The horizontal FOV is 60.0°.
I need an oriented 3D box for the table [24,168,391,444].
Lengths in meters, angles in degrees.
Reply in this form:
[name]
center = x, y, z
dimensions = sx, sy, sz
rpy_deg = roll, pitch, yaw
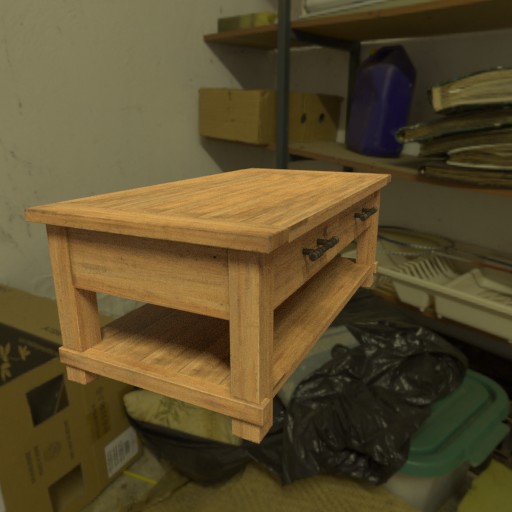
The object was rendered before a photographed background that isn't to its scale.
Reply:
[table]
center = 0.000, 0.000, 1.584
dimensions = 0.693, 0.494, 1.270
rpy_deg = 8, 18, 25
